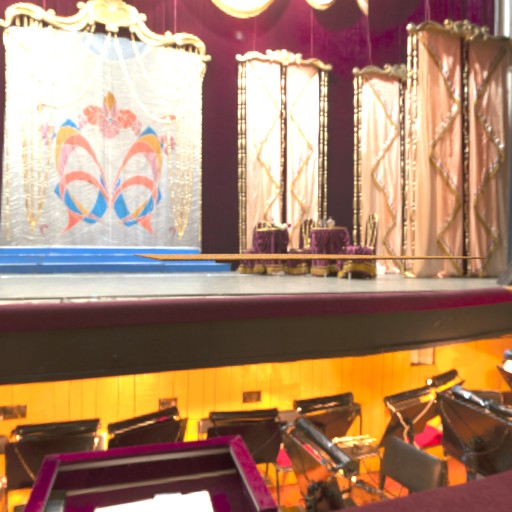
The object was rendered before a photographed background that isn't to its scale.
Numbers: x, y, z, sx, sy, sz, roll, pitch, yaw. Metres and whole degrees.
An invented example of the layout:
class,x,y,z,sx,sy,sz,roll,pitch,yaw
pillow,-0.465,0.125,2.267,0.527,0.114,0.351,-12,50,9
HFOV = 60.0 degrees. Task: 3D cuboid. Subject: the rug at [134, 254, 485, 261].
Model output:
class,x,y,z,sx,sy,sz,roll,pitch,yaw
rug,0.000,0.000,3.017,1.511,0.010,2.424,0,1,-18
